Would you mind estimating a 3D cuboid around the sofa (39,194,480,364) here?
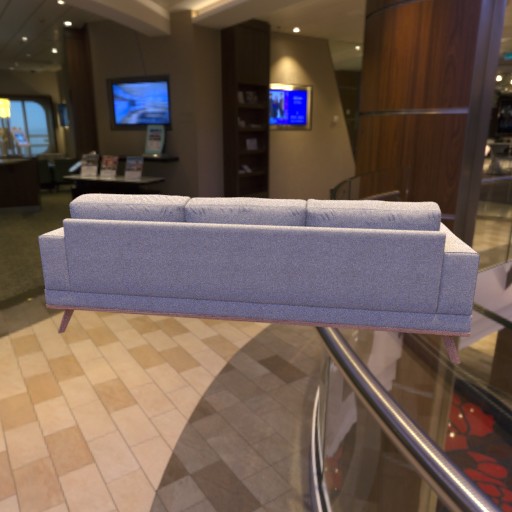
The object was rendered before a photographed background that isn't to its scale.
[{"bbox_3d":[0.000,0.000,2.734,2.310,0.810,0.920,3,16,9],"label":"sofa"}]
